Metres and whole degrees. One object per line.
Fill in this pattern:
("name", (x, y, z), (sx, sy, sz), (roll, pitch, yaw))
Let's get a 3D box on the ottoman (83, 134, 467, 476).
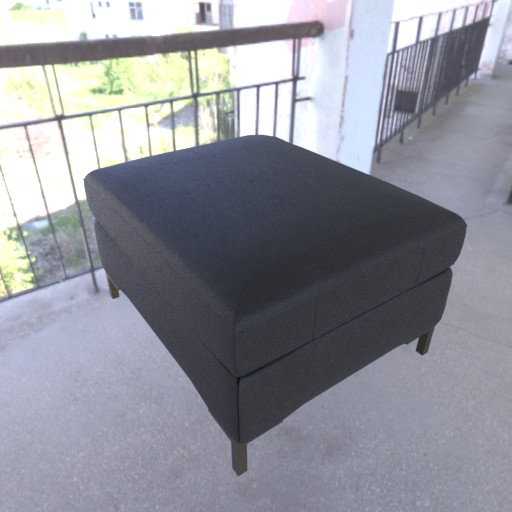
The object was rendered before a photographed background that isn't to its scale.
("ottoman", (0.000, 0.000, 1.809), (0.967, 0.696, 1.187), (-20, 37, -29))
